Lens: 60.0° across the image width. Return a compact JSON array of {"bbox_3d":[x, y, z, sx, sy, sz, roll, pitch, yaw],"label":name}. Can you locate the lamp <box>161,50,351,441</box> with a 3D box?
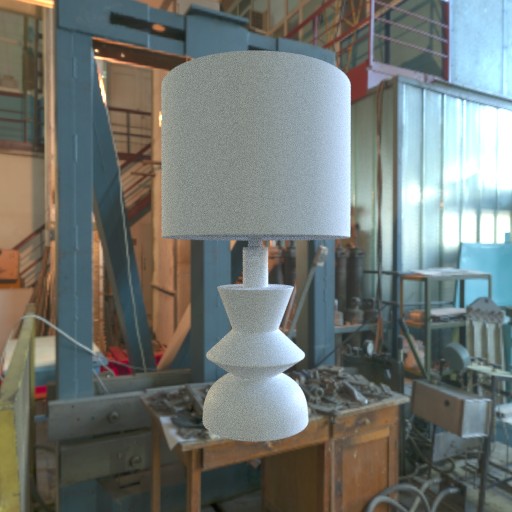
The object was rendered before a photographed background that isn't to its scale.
[{"bbox_3d":[0.000,0.000,0.723,0.301,0.533,0.301,0,1,18],"label":"lamp"}]
